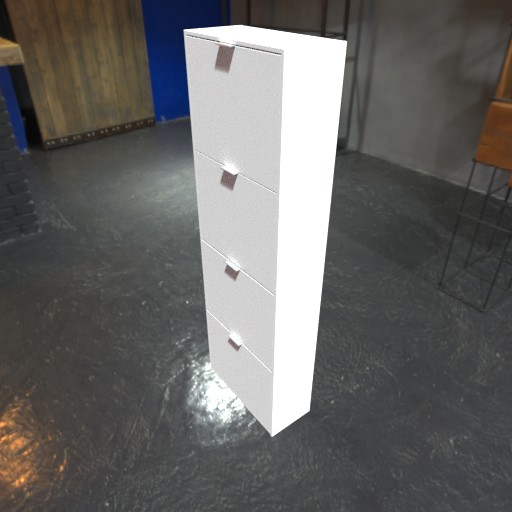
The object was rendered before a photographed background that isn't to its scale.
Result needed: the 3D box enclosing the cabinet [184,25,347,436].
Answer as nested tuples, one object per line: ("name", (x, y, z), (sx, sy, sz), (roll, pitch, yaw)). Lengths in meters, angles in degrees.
("cabinet", (0.000, 0.000, 1.817), (0.255, 1.630, 0.520), (-23, 39, -31))
